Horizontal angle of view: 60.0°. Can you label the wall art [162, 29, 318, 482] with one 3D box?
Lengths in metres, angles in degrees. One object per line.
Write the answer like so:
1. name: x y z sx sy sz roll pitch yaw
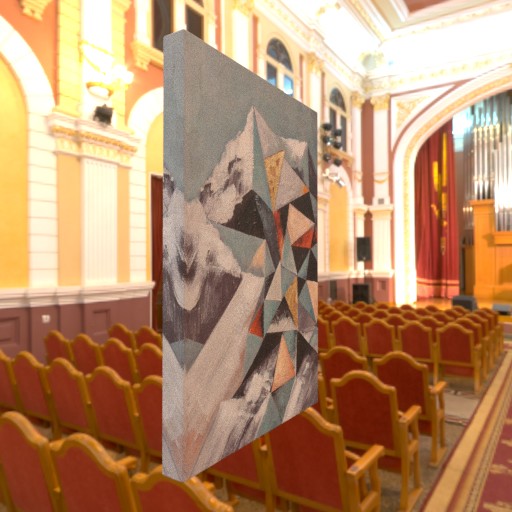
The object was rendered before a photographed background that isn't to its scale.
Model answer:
1. wall art: 0.000 0.000 1.154 0.061 0.911 0.609 0 -1 34
